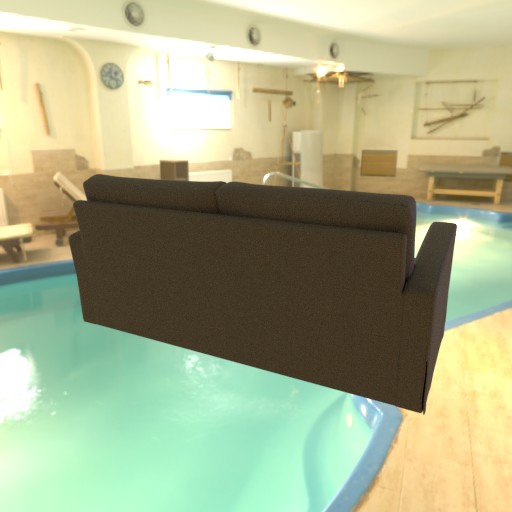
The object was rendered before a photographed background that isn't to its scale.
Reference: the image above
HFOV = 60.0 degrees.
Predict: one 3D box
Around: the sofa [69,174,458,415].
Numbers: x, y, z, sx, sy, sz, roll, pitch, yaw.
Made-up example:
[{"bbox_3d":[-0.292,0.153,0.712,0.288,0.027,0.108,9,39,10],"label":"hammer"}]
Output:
[{"bbox_3d":[0.000,0.000,2.314,1.852,0.839,0.898,8,18,26],"label":"sofa"}]
